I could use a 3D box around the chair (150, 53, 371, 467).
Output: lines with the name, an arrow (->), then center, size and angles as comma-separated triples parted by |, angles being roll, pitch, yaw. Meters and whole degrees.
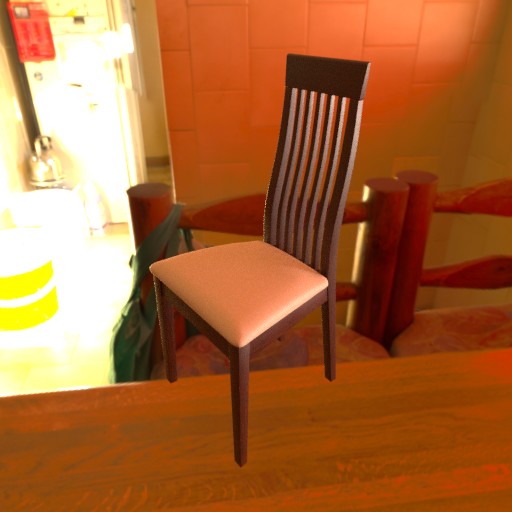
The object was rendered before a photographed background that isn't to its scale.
chair -> 0.000, 0.000, 1.281 | 0.474, 1.027, 0.460 | -21, 35, -33
